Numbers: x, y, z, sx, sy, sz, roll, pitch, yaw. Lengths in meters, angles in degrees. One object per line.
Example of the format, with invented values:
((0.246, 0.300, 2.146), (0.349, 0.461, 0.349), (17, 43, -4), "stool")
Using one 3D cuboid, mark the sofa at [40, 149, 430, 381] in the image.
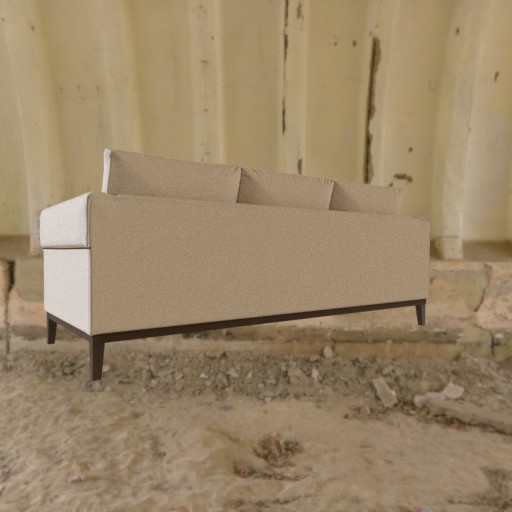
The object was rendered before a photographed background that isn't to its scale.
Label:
((0.000, 0.000, 2.617), (2.198, 0.911, 0.902), (0, 1, -36), "sofa")
